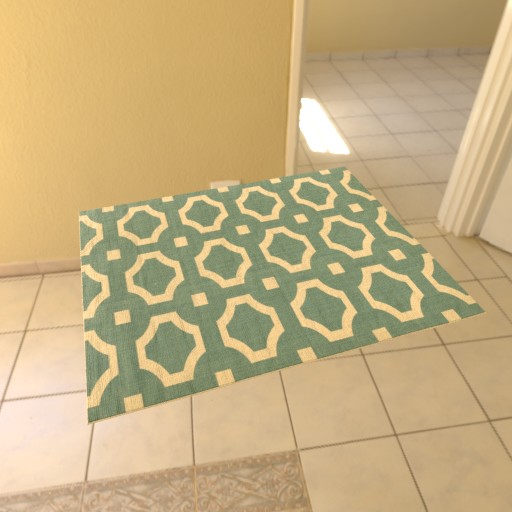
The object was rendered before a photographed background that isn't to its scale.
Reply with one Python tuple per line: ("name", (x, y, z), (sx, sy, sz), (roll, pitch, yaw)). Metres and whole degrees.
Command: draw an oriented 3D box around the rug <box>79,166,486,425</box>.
("rug", (0.000, 0.000, 4.050), (3.049, 0.021, 2.466), (-12, 42, -14))
